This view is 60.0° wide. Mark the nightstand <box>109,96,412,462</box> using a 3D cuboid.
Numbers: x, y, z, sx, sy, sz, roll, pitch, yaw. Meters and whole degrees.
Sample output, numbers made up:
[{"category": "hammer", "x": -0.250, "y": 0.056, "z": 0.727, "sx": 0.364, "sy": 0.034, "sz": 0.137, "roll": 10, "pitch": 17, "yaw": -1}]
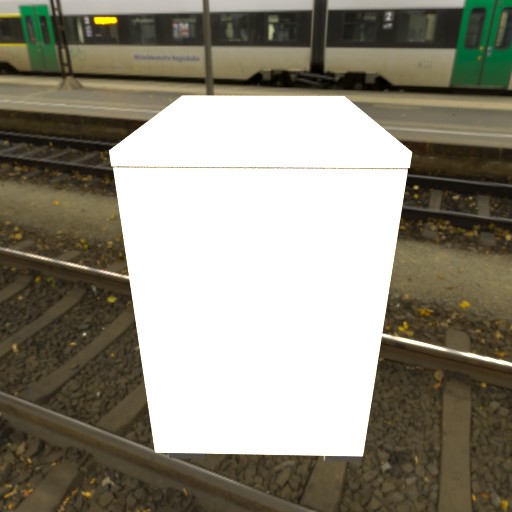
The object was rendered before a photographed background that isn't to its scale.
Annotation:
[{"category": "nightstand", "x": 0.000, "y": 0.000, "z": 0.752, "sx": 0.325, "sy": 0.460, "sz": 0.441, "roll": 1, "pitch": 27, "yaw": 1}]
